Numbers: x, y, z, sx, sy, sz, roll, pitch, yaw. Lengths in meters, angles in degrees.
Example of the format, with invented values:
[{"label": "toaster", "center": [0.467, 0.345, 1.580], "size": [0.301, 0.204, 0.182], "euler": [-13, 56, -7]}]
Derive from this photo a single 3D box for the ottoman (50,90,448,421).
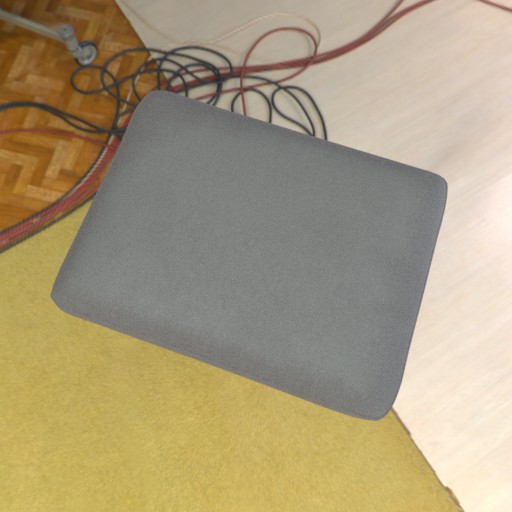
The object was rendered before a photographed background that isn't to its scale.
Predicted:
[{"label": "ottoman", "center": [0.000, 0.000, 1.172], "size": [0.811, 0.449, 0.608], "euler": [19, 75, 5]}]
